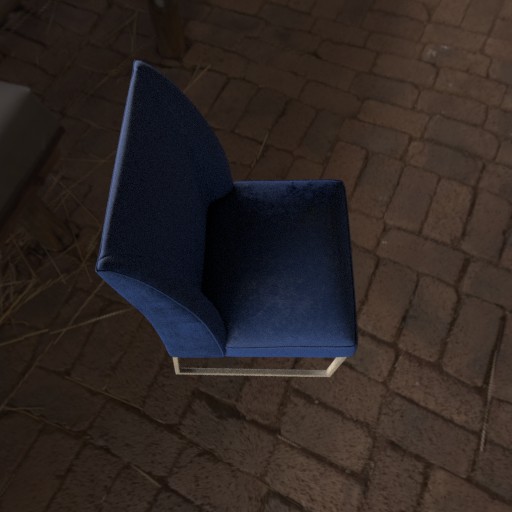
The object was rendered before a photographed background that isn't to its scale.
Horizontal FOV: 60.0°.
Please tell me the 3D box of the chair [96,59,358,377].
[{"bbox_3d":[0.000,0.000,1.178,0.522,0.863,0.508,1,65,0],"label":"chair"}]
